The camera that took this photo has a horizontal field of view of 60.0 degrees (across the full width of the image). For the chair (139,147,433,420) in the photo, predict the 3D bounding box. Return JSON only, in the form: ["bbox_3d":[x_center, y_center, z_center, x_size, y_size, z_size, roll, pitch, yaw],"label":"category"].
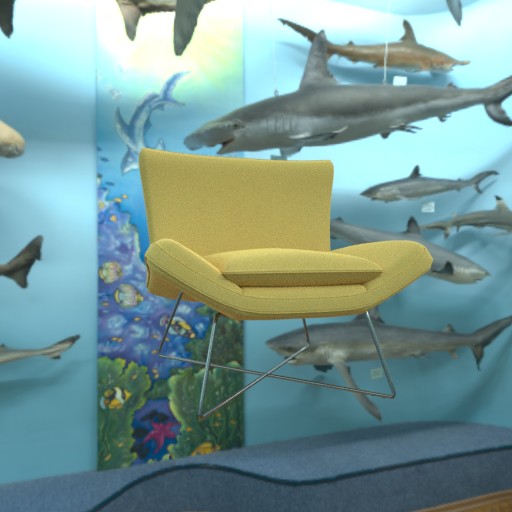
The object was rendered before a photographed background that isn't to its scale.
[{"bbox_3d":[0.000,0.000,1.682,0.859,0.855,1.008,0,1,-17],"label":"chair"}]
